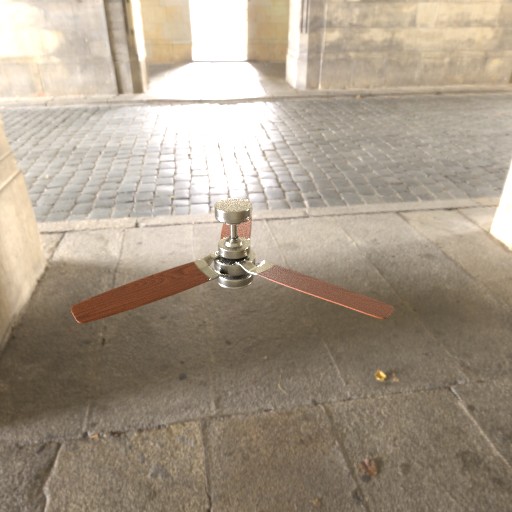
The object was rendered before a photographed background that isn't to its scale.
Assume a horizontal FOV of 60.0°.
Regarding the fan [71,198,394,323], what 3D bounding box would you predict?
[{"bbox_3d":[0.000,0.000,2.036,1.271,0.410,1.416,18,34,30],"label":"fan"}]
